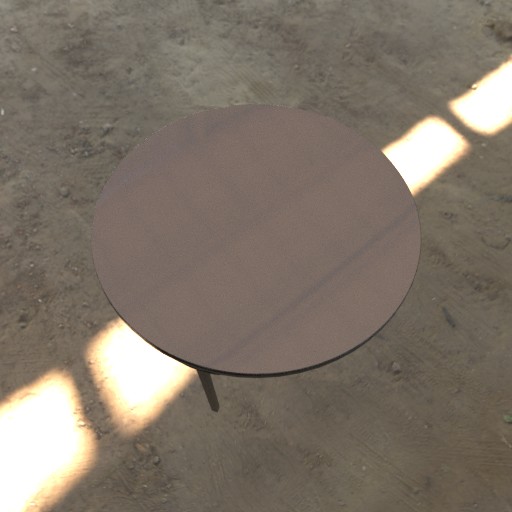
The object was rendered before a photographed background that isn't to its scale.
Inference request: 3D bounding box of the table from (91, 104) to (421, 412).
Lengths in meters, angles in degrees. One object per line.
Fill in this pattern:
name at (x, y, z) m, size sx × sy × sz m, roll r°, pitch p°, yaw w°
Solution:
table at (0.000, 0.000, 1.258) m, size 0.800 × 0.400 × 0.800 m, roll 0°, pitch 58°, yaw 0°
